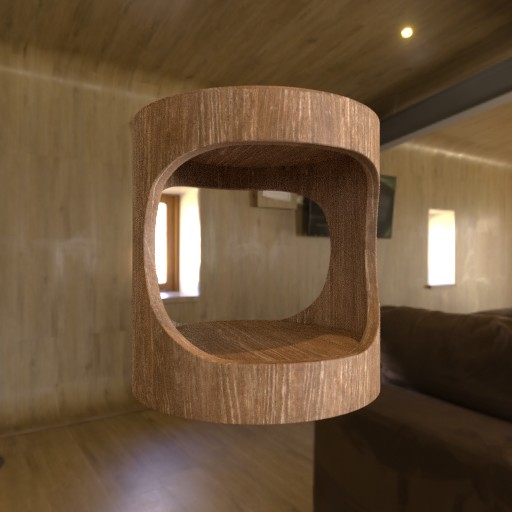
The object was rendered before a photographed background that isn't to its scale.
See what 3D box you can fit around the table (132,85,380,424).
[{"bbox_3d":[0.000,0.000,0.981,0.527,0.551,0.527,0,0,0],"label":"table"}]
